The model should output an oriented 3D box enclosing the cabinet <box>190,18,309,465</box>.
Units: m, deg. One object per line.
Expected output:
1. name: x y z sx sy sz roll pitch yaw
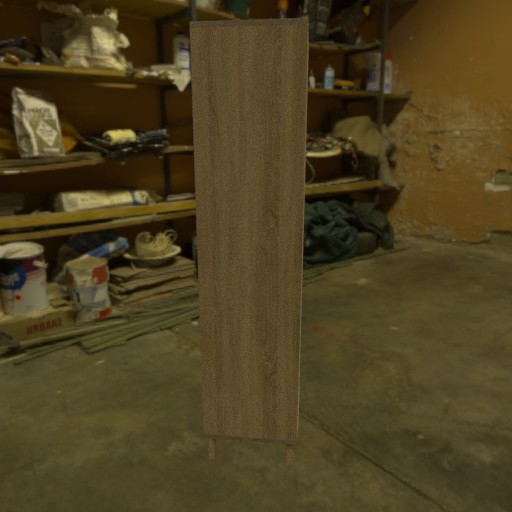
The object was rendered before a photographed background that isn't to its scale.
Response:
1. cabinet: 0.000 0.000 2.152 0.450 1.960 0.510 2 15 7
